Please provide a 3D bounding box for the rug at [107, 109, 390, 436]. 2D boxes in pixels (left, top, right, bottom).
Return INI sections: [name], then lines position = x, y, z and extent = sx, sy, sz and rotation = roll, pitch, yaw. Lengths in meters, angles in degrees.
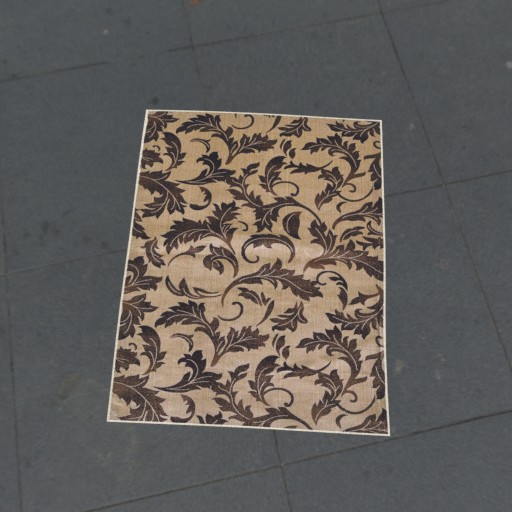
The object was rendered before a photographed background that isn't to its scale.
[rug]
position = 0.000, 0.000, 4.073
extent = 2.380, 0.008, 2.977
rotation = 3, 75, 1
